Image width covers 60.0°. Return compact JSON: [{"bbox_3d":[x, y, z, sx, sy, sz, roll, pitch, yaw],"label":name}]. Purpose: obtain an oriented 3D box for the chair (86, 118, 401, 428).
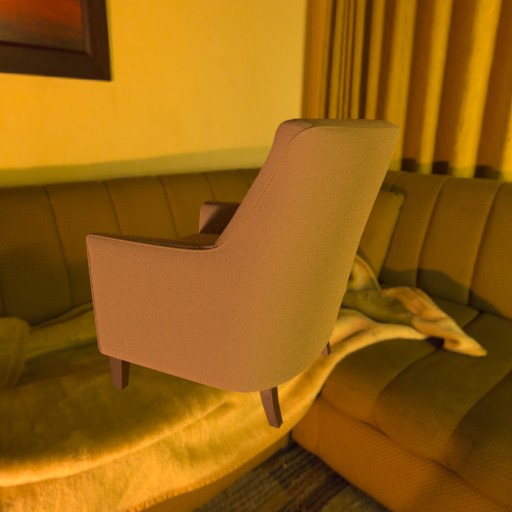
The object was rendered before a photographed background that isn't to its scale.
[{"bbox_3d":[0.000,0.000,1.559,0.879,0.916,0.756,8,18,25],"label":"chair"}]
